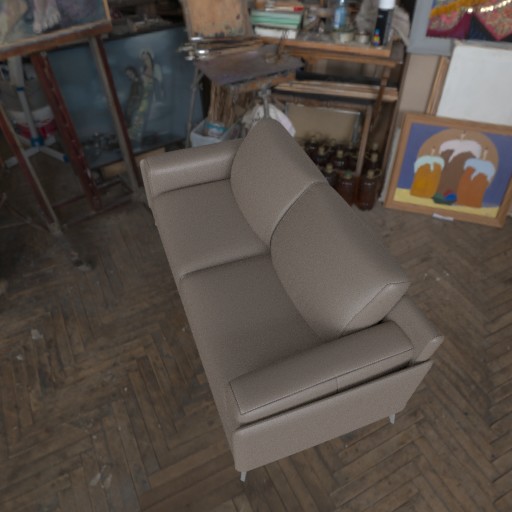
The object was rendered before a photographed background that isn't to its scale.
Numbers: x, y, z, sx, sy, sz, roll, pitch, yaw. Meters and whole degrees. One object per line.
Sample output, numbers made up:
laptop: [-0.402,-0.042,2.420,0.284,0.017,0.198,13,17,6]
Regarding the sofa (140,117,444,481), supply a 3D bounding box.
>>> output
sofa: [0.000,0.000,2.614,1.049,0.930,2.101,-15,47,-15]
